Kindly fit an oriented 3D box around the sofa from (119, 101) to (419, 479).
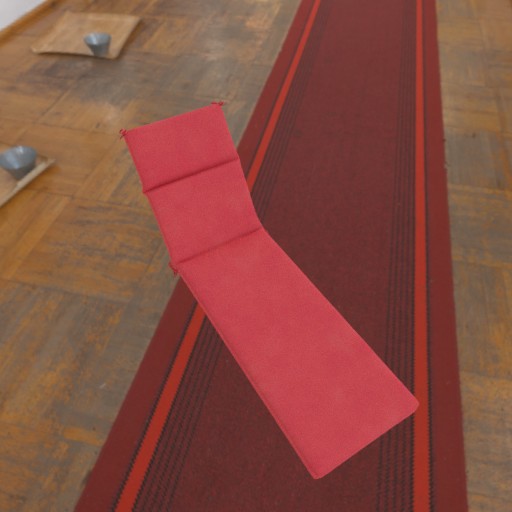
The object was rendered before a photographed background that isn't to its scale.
[{"bbox_3d":[0.000,0.000,1.956,0.582,0.622,1.663,-25,52,-21],"label":"sofa"}]
